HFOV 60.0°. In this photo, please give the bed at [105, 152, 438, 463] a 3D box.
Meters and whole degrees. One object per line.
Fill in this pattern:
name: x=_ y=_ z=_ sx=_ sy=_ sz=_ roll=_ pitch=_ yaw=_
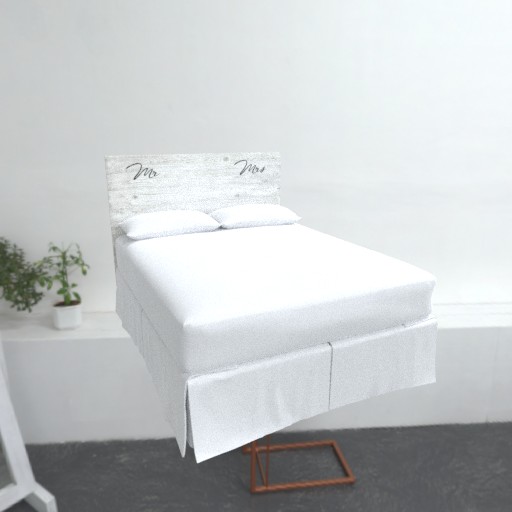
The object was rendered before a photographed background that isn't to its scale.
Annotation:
bed: x=0.000 y=0.000 z=3.179 sx=1.745 sy=1.335 sz=2.094 roll=-8 pitch=18 yaw=-25
